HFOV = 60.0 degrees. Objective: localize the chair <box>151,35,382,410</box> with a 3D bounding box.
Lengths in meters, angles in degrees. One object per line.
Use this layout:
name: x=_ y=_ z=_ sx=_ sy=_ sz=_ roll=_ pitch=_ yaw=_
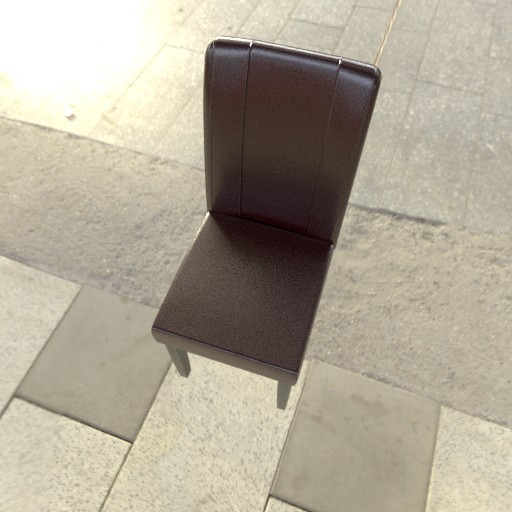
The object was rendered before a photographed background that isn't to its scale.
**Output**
chair: x=0.000 y=0.000 z=1.202 sx=0.399 sy=0.897 sz=0.556 roll=15 pitch=59 yaw=10
